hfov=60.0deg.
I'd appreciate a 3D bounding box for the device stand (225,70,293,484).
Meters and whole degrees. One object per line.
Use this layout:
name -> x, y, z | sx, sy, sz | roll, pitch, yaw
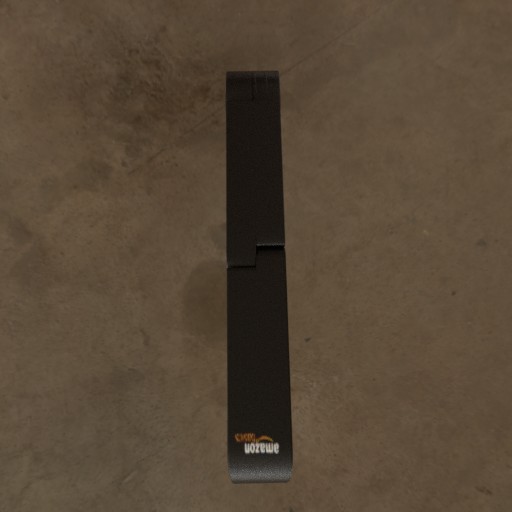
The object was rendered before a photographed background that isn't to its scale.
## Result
device stand -> 0.000, 0.000, 0.194 | 0.026, 0.030, 0.179 | -1, 76, 0
